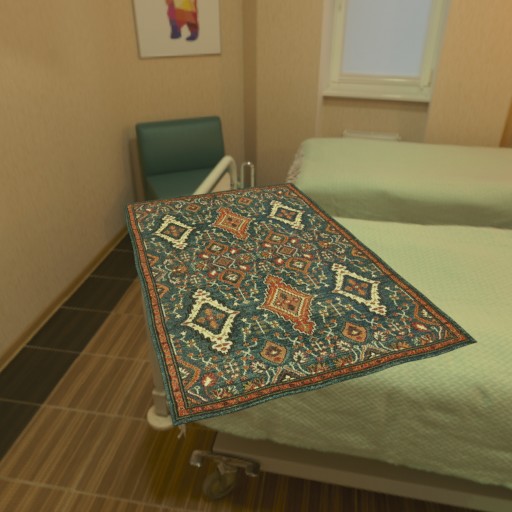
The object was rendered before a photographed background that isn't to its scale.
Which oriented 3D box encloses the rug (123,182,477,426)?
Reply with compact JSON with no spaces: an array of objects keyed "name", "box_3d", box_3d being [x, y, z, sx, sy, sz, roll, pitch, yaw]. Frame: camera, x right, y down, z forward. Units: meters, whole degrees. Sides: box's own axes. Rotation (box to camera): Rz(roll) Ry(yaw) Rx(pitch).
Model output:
[{"name":"rug","box_3d":[0.000,0.000,4.194,2.190,0.008,3.371,-10,32,-17]}]
